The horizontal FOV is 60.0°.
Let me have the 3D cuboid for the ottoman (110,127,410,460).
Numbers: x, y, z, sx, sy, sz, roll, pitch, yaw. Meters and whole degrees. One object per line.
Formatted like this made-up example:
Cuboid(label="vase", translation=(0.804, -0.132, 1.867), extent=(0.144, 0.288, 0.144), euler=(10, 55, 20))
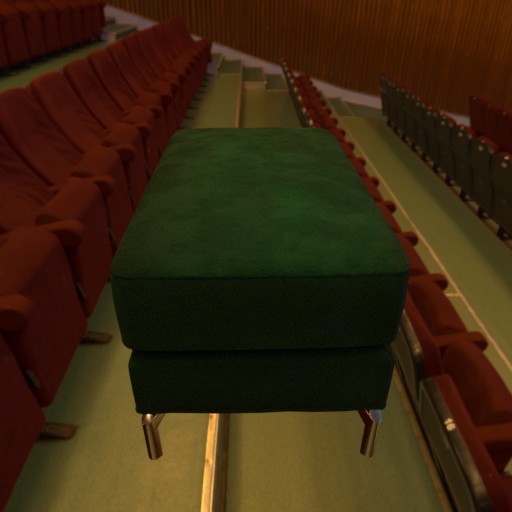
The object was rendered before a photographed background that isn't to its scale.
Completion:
Cuboid(label="ottoman", translation=(0.000, 0.000, 1.225), extent=(0.536, 0.533, 0.886), euler=(-1, 31, -1))
